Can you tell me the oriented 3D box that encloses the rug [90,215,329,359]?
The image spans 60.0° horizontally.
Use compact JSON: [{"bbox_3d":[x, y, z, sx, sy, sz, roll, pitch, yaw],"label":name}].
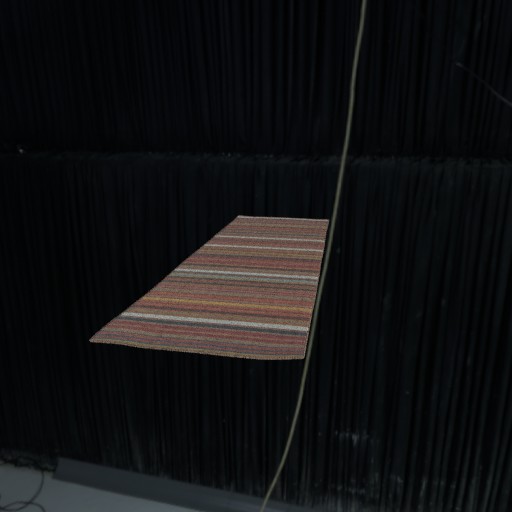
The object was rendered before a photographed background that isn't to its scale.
[{"bbox_3d":[0.000,0.000,2.711,0.799,0.030,2.444,3,17,10],"label":"rug"}]
